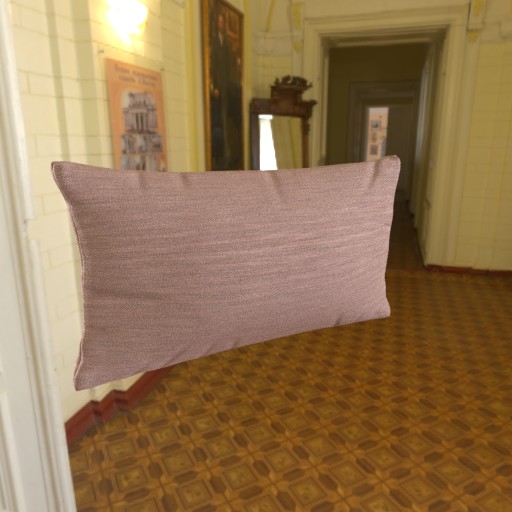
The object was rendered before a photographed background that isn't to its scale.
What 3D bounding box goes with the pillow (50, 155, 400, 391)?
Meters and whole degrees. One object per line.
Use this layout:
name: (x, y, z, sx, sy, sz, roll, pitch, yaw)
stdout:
pillow: (0.000, 0.000, 0.778, 0.633, 0.338, 0.210, -8, 16, -27)
